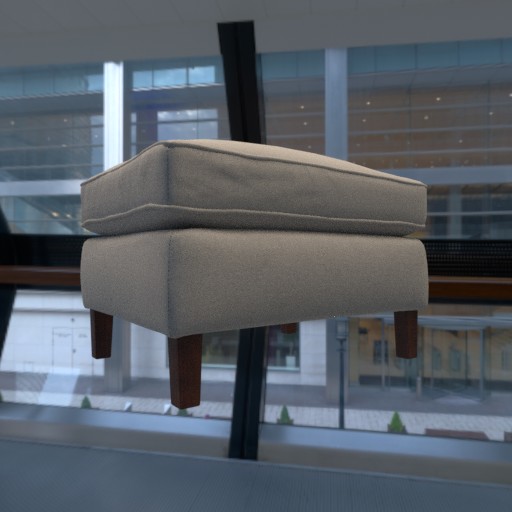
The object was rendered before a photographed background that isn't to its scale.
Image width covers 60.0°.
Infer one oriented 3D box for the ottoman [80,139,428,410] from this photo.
[{"bbox_3d":[0.000,0.000,1.000,0.665,0.456,0.501,0,-1,-36],"label":"ottoman"}]
